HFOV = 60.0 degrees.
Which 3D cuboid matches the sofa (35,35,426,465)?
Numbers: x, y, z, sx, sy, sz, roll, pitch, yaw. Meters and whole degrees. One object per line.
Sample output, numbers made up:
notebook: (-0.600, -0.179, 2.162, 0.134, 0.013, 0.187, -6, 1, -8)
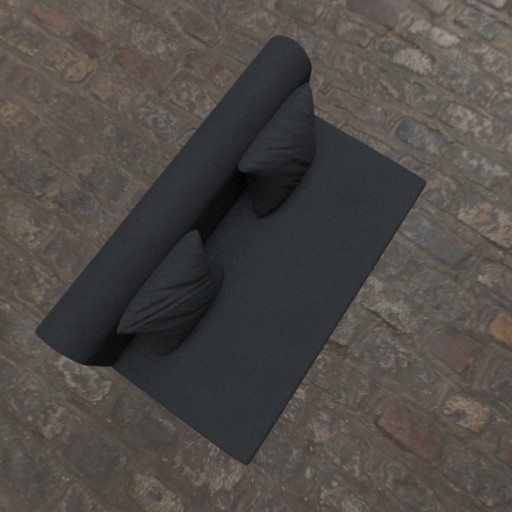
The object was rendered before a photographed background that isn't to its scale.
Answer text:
sofa: (0.000, 0.000, 1.620, 0.762, 0.670, 1.225, 33, 77, 9)
